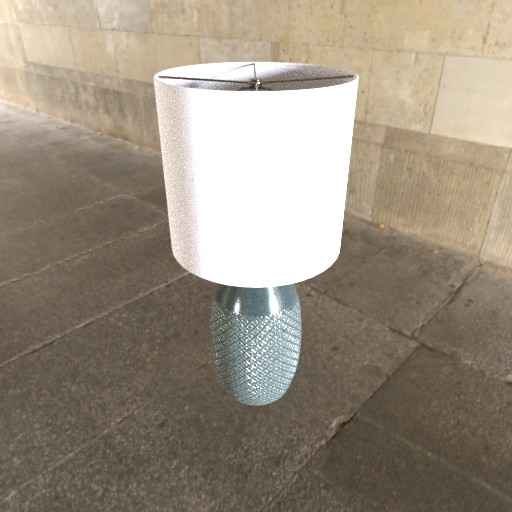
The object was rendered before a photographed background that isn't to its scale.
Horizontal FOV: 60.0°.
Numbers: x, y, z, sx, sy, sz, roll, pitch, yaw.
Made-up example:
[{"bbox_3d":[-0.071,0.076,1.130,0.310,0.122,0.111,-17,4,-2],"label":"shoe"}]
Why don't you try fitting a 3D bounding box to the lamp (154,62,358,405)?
[{"bbox_3d":[0.000,0.000,0.590,0.217,0.453,0.217,-1,30,-1],"label":"lamp"}]
